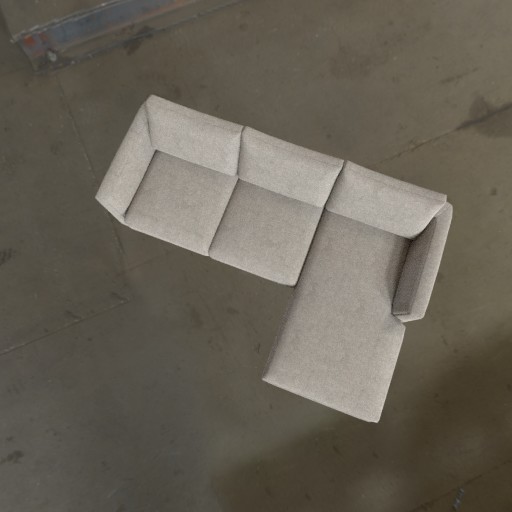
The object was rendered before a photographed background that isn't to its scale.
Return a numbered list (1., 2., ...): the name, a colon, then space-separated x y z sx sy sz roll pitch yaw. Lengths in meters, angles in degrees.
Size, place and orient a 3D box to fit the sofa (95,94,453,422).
1. sofa: 0.000 0.000 3.252 2.438 0.864 1.626 20 77 5
